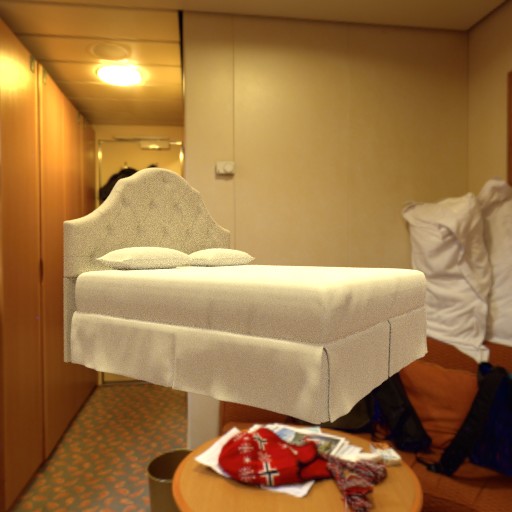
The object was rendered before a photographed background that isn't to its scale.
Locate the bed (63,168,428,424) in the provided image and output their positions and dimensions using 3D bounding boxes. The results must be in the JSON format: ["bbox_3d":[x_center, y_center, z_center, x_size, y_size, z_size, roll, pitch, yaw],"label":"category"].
[{"bbox_3d":[0.000,0.000,3.535,2.214,1.615,2.008,1,1,35],"label":"bed"}]
